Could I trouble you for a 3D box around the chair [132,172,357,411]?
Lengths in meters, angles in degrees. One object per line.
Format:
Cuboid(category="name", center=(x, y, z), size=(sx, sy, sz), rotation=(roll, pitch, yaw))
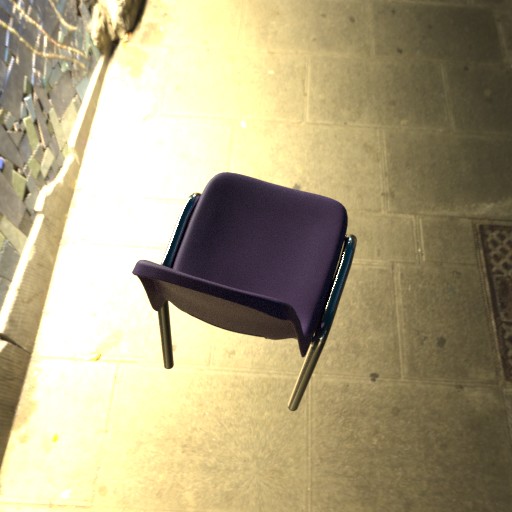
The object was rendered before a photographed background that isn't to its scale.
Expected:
Cuboid(category="chair", center=(0.000, 0.000, 0.841), size=(0.356, 0.584, 0.419), rotation=(16, 65, 8))
